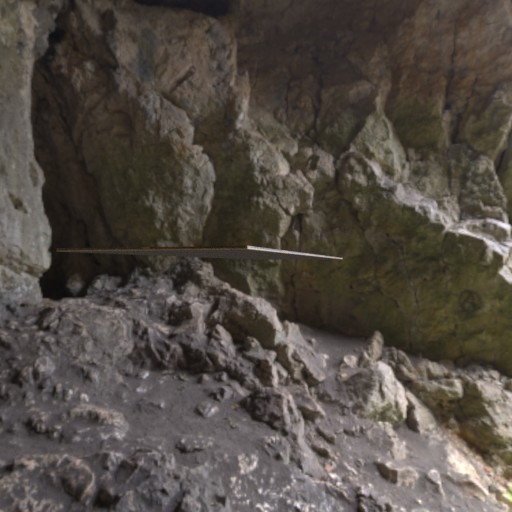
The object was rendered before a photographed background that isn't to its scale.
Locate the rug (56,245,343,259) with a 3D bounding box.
[{"bbox_3d":[0.000,0.000,2.485,0.687,0.011,2.287,0,-1,18],"label":"rug"}]
